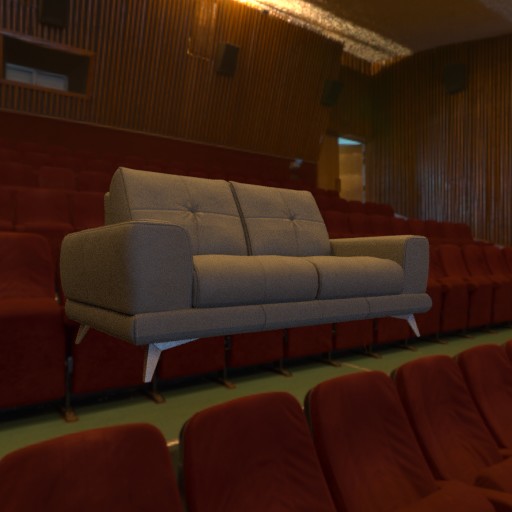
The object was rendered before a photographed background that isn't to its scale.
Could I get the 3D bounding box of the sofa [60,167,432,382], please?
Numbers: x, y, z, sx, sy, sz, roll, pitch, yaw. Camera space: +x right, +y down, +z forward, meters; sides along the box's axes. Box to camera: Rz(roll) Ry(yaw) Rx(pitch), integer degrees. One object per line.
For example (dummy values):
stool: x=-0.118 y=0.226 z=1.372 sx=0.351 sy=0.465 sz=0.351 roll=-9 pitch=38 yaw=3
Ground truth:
sofa: x=0.000 y=0.000 z=2.404 sx=1.806 sy=0.907 sz=1.018 roll=1 pitch=-1 yaw=-36
